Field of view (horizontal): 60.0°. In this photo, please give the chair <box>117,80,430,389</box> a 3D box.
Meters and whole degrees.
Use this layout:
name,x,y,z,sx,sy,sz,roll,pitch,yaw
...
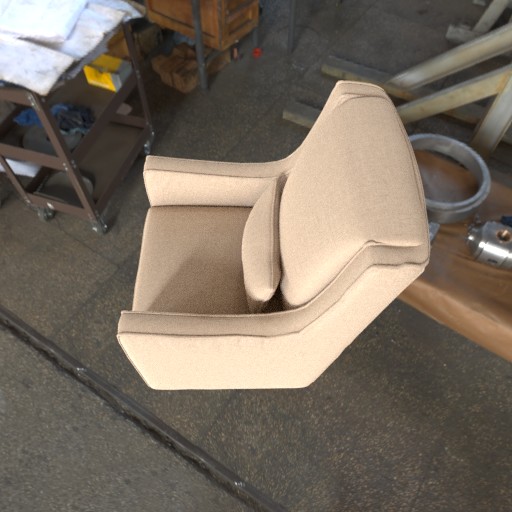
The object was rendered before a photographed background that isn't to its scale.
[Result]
name,x,y,z,sx,sy,sz,roll,pitch,yaw
chair,0.000,0.000,1.587,0.879,0.993,0.732,-1,58,0
